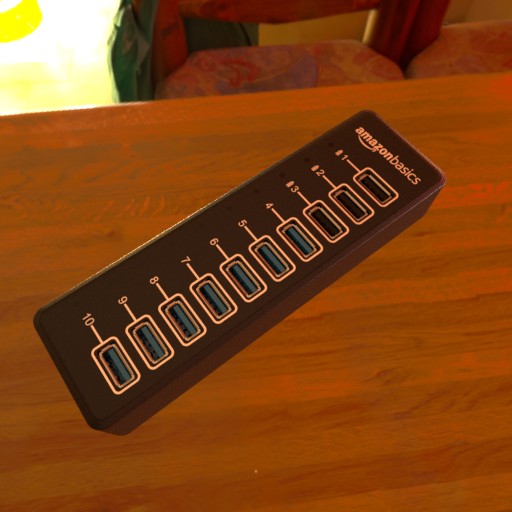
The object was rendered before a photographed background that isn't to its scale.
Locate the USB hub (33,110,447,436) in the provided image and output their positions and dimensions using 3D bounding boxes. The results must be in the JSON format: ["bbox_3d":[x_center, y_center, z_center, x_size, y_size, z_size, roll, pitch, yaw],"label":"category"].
[{"bbox_3d":[0.000,0.000,0.159,0.145,0.023,0.044,-34,69,-15],"label":"USB hub"}]
